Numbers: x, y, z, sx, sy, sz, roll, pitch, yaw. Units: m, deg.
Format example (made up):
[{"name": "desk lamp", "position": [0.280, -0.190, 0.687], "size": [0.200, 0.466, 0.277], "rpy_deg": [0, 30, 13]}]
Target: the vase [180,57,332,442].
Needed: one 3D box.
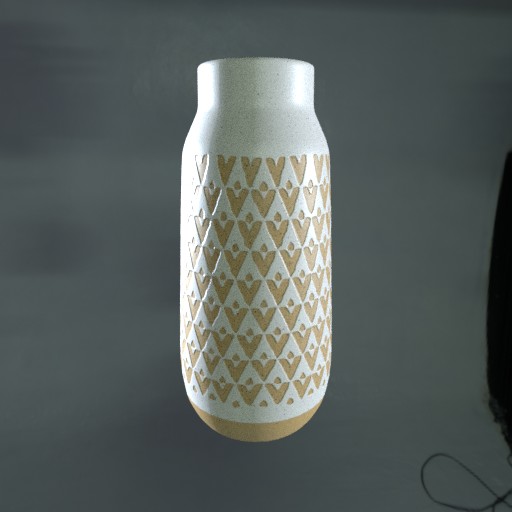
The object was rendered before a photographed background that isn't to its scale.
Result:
[{"name": "vase", "position": [0.000, 0.000, 0.386], "size": [0.137, 0.307, 0.137], "rpy_deg": [0, 15, 0]}]
